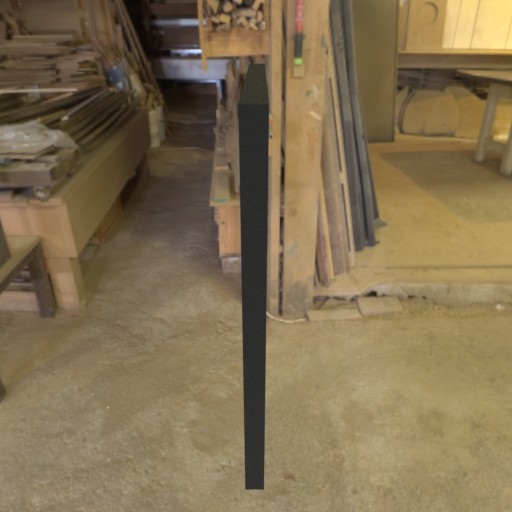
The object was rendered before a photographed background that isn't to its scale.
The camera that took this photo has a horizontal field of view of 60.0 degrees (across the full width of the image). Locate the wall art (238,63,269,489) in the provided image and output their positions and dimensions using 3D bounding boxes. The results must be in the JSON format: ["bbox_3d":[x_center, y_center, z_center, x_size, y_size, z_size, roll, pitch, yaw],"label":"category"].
[{"bbox_3d":[0.000,0.000,0.743,0.029,0.559,0.457,0,28,0],"label":"wall art"}]
